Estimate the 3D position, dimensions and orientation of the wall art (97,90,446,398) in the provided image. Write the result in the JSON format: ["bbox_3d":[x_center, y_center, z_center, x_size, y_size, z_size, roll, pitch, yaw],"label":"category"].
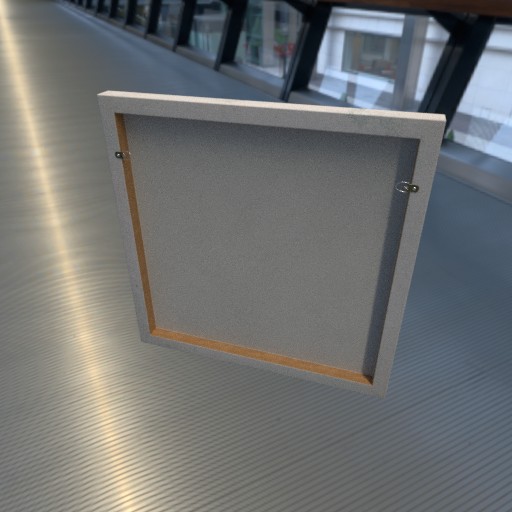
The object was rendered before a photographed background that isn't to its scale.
[{"bbox_3d":[0.000,0.000,0.919,0.612,0.612,0.040,9,33,15],"label":"wall art"}]
